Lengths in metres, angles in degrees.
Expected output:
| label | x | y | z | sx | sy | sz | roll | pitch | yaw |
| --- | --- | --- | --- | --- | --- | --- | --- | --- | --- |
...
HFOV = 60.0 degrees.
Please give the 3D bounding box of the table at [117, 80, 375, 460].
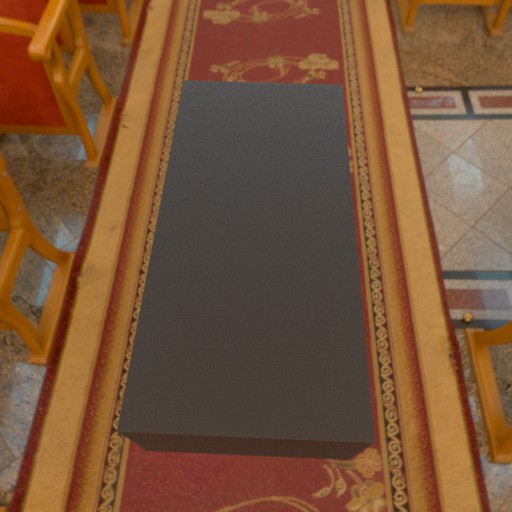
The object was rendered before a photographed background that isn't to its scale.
| label | x | y | z | sx | sy | sz | roll | pitch | yaw |
| --- | --- | --- | --- | --- | --- | --- | --- | --- | --- |
| table | 0.000 | 0.000 | 1.353 | 0.550 | 0.400 | 1.100 | 2 | 59 | 1 |
